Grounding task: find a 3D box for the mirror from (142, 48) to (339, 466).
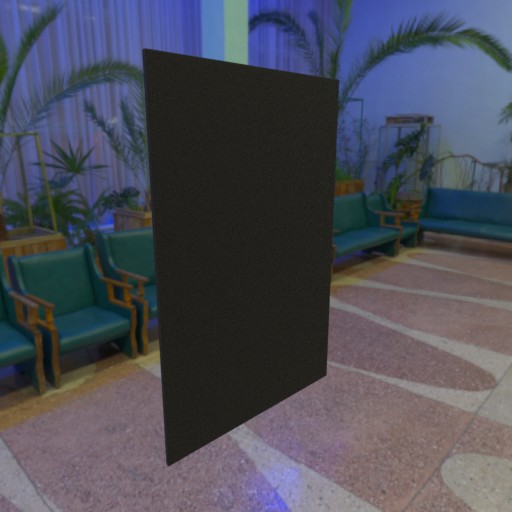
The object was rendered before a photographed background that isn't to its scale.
[{"bbox_3d":[0.000,0.000,1.157,0.613,0.914,0.039,-13,19,-42],"label":"mirror"}]
